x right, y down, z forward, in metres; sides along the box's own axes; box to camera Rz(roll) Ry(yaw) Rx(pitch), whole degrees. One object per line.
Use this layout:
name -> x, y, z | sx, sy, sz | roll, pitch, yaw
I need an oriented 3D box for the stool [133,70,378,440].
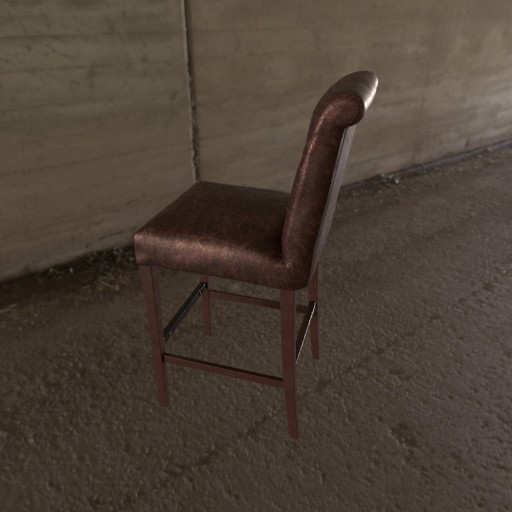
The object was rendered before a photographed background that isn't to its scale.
stool -> 0.000, 0.000, 1.525 | 0.659, 1.168, 0.483 | 8, 30, 15
